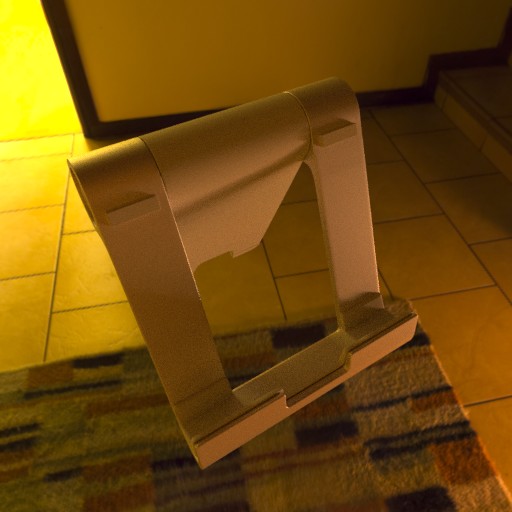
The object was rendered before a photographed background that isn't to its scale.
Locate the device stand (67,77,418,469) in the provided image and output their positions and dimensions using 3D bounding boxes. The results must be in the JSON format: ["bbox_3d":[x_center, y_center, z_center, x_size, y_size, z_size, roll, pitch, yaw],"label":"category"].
[{"bbox_3d":[0.000,0.000,0.146,0.086,0.084,0.079,-24,52,-21],"label":"device stand"}]
